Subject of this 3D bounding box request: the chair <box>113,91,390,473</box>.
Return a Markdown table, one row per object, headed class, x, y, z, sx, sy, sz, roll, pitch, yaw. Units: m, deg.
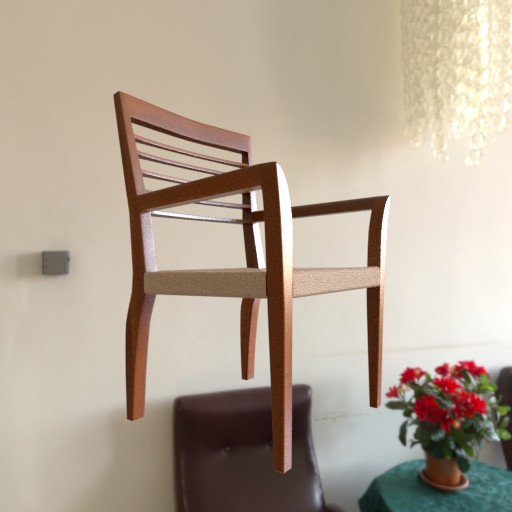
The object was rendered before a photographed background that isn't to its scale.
| class | x | y | z | sx | sy | sz | roll | pitch | yaw |
| --- | --- | --- | --- | --- | --- | --- | --- | --- | --- |
| chair | 0.000 | 0.000 | 1.223 | 0.540 | 0.855 | 0.587 | 0 | 0 | 37 |
